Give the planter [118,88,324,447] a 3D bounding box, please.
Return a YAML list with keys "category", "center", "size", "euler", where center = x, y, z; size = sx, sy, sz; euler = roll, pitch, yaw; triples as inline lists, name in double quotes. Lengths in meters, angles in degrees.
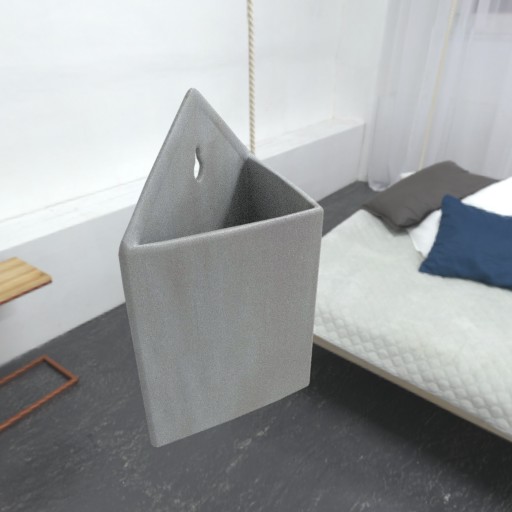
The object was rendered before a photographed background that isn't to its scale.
- category: "planter"
  center: [0.000, 0.000, 0.275]
  size: [0.080, 0.194, 0.163]
  euler: [10, 32, 17]
